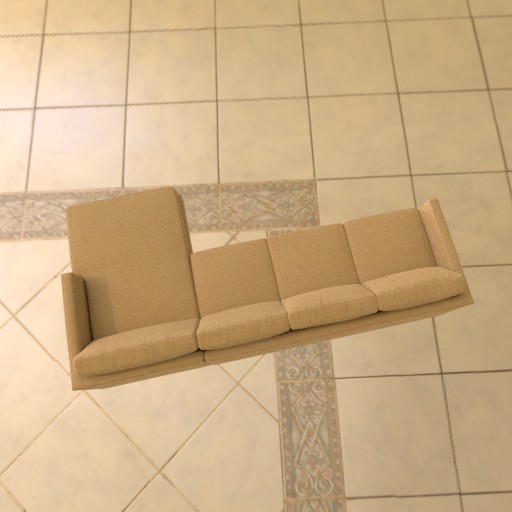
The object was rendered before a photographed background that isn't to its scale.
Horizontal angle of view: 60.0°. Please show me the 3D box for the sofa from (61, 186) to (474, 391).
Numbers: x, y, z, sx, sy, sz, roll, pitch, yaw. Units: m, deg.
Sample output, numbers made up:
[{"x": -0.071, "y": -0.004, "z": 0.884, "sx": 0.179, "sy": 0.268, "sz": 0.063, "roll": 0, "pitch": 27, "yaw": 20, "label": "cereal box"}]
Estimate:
[{"x": 0.000, "y": 0.000, "z": 3.842, "sx": 3.177, "sy": 0.867, "sz": 1.622, "roll": -12, "pitch": 75, "yaw": -3, "label": "sofa"}]
